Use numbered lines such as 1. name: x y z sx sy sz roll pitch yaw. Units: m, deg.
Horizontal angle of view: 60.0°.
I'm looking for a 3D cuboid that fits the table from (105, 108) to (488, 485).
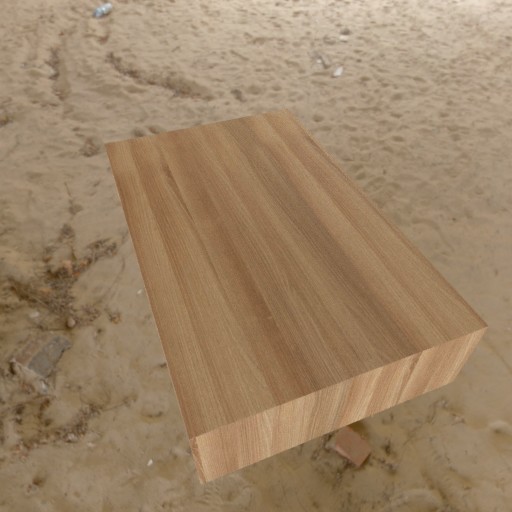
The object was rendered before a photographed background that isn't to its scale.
1. table: 0.000 0.000 1.390 0.700 0.330 1.100 -16 48 -15
